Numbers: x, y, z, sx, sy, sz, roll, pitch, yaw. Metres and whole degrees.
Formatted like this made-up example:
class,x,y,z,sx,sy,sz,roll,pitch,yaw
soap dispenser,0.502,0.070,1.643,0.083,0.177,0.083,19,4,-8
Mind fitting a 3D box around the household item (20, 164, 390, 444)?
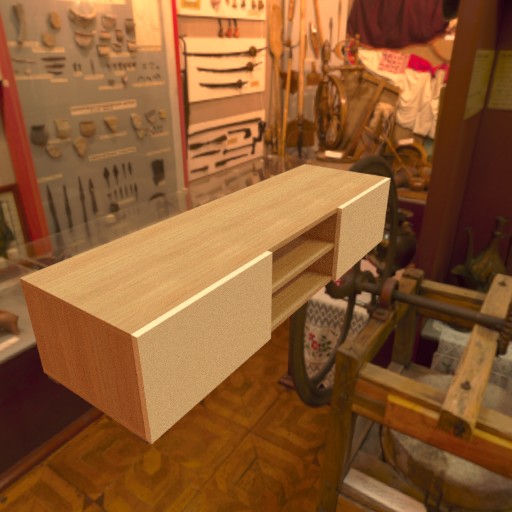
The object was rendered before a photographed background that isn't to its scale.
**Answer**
class,x,y,z,sx,sy,sz,roll,pitch,yaw
household item,0.000,0.000,1.552,0.420,0.310,1.400,17,30,31
